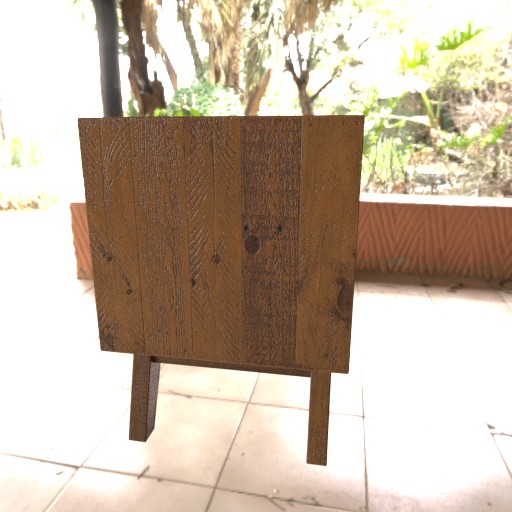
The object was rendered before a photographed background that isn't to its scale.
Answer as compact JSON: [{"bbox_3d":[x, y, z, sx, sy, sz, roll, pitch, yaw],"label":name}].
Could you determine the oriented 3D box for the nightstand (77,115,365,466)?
[{"bbox_3d":[0.000,0.000,1.036,0.450,0.599,0.650,3,16,10],"label":"nightstand"}]
